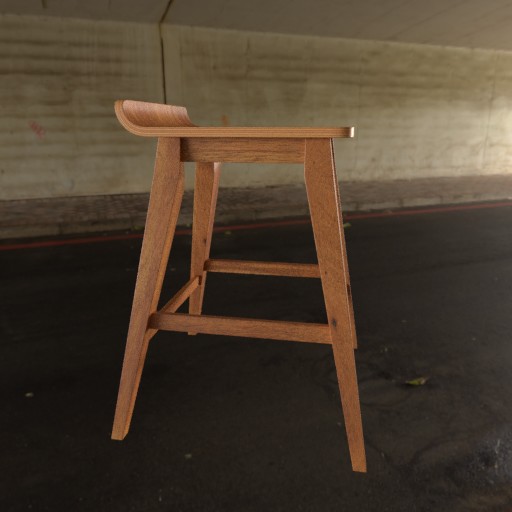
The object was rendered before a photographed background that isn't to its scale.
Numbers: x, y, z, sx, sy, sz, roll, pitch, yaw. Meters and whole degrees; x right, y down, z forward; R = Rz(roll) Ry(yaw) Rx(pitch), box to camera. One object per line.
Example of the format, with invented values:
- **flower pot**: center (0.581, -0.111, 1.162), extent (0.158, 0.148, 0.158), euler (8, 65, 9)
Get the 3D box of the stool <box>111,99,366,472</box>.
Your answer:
- **stool**: center (0.000, 0.000, 0.994), extent (0.500, 0.650, 0.500), euler (3, 17, 10)
